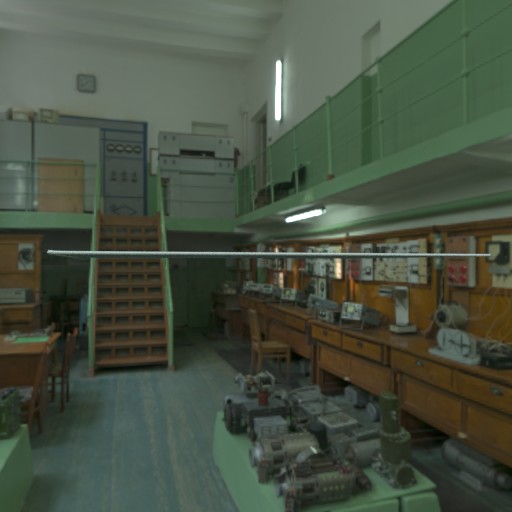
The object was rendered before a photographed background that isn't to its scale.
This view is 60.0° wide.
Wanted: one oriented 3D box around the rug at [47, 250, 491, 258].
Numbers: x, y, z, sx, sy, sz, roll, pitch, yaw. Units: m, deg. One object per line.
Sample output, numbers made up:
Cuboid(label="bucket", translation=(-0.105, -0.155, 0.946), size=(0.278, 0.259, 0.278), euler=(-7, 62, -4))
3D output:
Cuboid(label="rug", translation=(0.000, 0.000, 2.819), size=(2.244, 0.017, 1.532), euler=(0, -1, -19))
